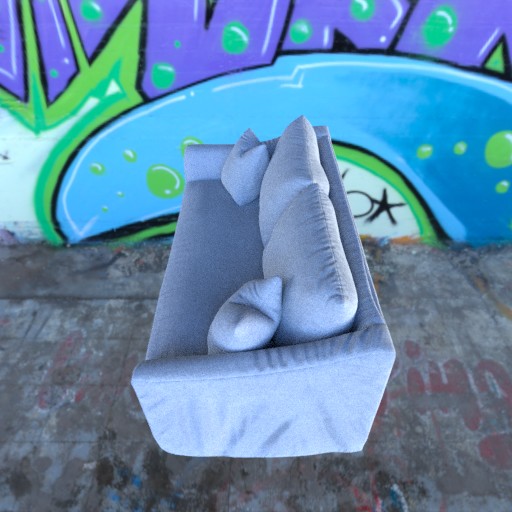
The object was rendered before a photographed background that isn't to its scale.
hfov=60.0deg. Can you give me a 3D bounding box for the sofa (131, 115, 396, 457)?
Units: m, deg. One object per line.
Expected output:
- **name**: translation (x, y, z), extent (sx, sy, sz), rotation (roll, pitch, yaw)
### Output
- **sofa**: translation (0.000, 0.000, 2.637), extent (1.072, 1.018, 2.010), rotation (0, 41, 0)
